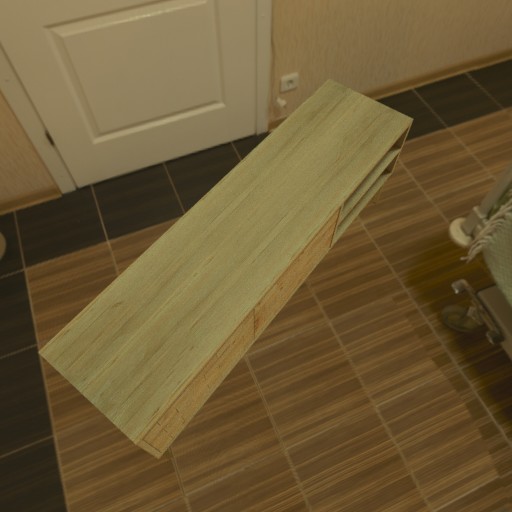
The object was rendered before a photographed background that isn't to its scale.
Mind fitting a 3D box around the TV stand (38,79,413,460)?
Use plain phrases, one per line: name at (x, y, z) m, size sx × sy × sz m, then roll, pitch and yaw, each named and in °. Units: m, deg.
TV stand at (0.000, 0.000, 1.829) m, size 0.420 × 0.550 × 1.600 m, roll 34°, pitch 65°, yaw 18°
